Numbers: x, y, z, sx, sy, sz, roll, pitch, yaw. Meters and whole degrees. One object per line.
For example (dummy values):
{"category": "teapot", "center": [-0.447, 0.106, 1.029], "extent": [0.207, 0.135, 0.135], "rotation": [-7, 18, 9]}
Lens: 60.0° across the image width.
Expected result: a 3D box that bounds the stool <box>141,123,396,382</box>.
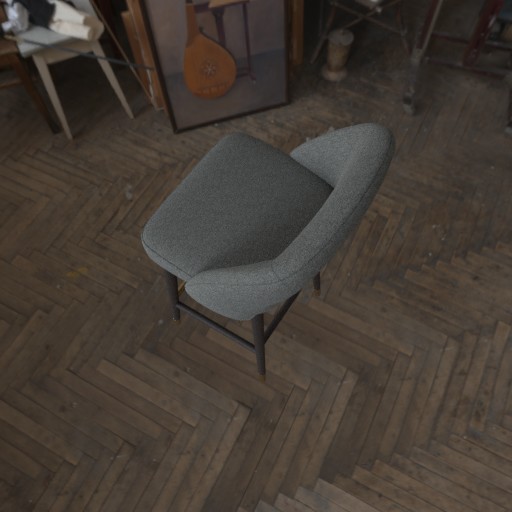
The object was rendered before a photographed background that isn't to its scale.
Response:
{"category": "stool", "center": [0.000, 0.000, 1.390], "extent": [0.524, 1.089, 0.536], "rotation": [31, 68, 14]}
